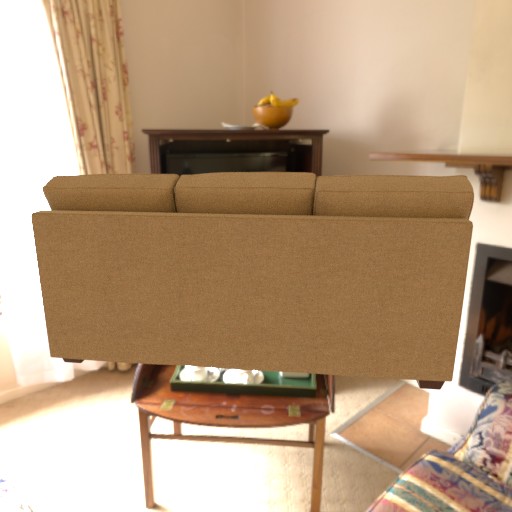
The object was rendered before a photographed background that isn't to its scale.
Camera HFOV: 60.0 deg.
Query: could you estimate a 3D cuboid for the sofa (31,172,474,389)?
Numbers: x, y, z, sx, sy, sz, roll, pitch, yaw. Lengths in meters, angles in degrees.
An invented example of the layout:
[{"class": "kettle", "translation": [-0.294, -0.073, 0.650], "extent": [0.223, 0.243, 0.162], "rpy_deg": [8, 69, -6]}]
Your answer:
[{"class": "sofa", "translation": [0.000, 0.000, 2.646], "extent": [2.092, 1.036, 1.127], "rpy_deg": [2, 15, 7]}]
